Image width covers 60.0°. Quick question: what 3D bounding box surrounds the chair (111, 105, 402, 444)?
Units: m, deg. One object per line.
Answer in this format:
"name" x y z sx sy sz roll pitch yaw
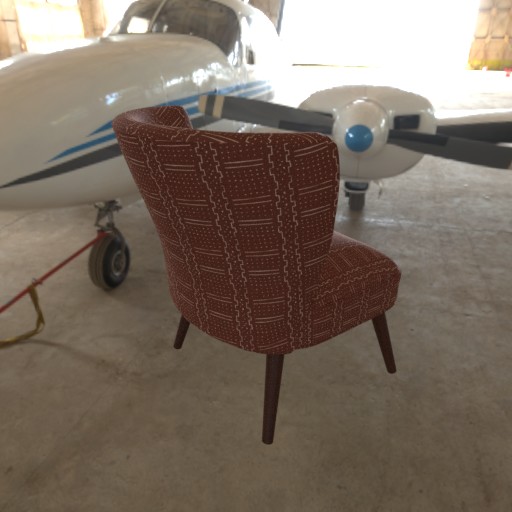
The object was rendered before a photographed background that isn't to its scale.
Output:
"chair" 0.000 0.000 1.371 0.758 0.866 0.706 -17 30 -33
